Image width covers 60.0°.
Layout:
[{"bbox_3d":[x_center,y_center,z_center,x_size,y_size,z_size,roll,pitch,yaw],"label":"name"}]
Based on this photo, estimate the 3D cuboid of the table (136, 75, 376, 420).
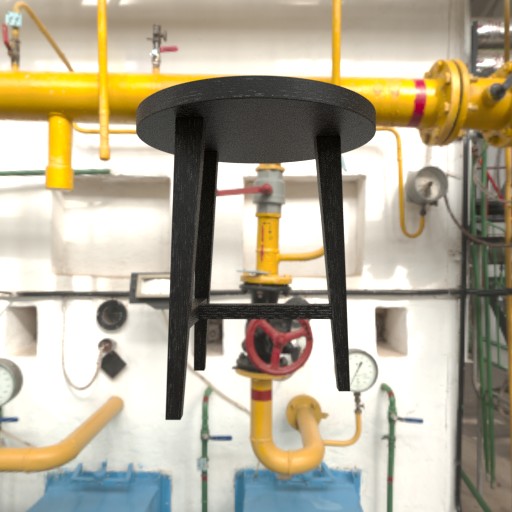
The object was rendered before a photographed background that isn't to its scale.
[{"bbox_3d":[0.000,0.000,0.763,0.399,0.460,0.399,0,0,0],"label":"table"}]
